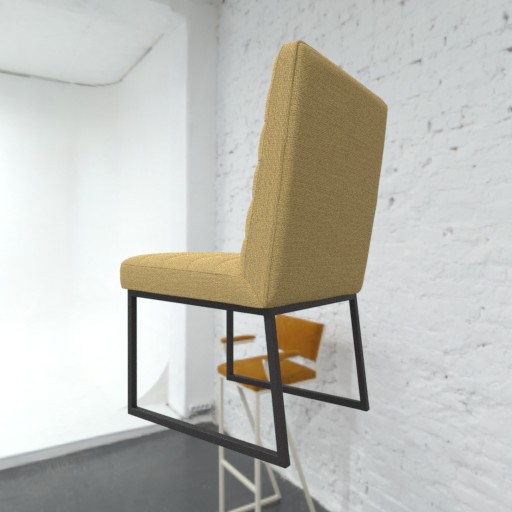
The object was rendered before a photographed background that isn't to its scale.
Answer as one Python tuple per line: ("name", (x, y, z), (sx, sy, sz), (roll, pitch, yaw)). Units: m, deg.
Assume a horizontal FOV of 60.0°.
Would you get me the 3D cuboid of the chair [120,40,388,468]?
("chair", (0.000, 0.000, 1.307), (0.634, 0.930, 0.520), (0, 0, 37))
